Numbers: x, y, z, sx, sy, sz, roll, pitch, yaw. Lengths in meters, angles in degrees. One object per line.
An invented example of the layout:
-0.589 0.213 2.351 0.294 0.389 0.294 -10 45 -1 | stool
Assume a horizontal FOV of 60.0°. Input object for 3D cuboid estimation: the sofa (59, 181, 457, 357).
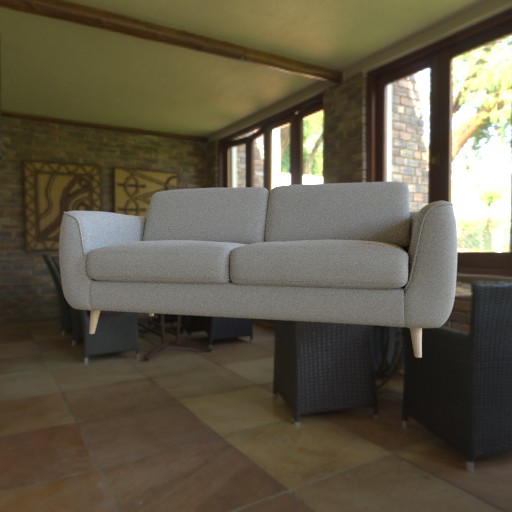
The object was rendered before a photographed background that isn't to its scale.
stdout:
0.000 0.000 2.473 2.000 0.850 0.920 0 2 17 | sofa
